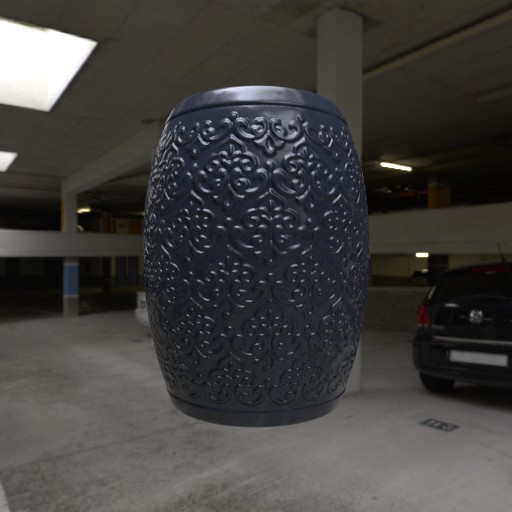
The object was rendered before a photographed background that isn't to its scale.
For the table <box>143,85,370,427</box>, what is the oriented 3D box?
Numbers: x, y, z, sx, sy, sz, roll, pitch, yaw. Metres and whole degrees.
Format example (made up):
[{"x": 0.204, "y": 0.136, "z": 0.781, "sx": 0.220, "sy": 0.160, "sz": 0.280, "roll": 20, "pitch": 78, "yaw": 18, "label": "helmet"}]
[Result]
[{"x": 0.000, "y": 0.000, "z": 0.623, "sx": 0.309, "sy": 0.397, "sz": 0.309, "roll": 0, "pitch": 1, "yaw": 0, "label": "table"}]
